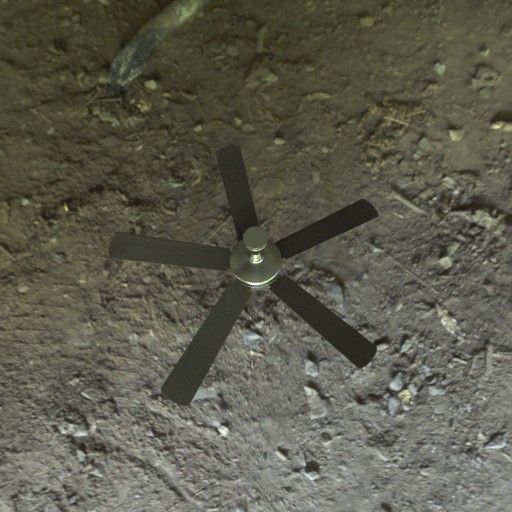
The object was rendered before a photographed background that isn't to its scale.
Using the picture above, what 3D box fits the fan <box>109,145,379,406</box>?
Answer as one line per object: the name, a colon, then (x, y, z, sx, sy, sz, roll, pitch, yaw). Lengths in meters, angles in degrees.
fan: (0.000, 0.000, 2.006, 1.321, 0.356, 1.321, -35, 69, -15)
